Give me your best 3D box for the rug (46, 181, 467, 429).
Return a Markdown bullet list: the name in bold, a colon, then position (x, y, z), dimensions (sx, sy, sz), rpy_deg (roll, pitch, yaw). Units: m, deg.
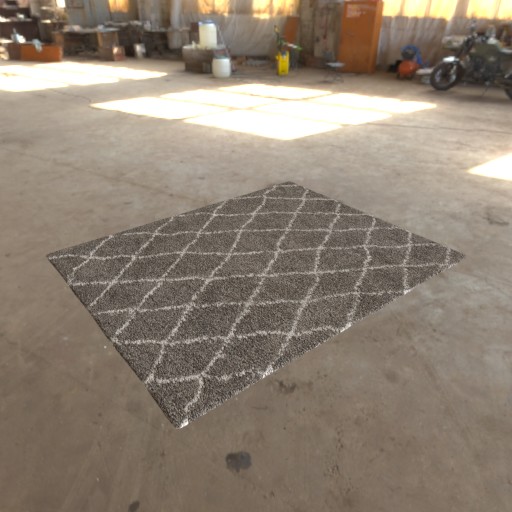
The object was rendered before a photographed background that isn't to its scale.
- **rug**: position (0.000, 0.000, 4.089), dimensions (3.047, 0.029, 2.438), rpy_deg (-22, 37, -32)
